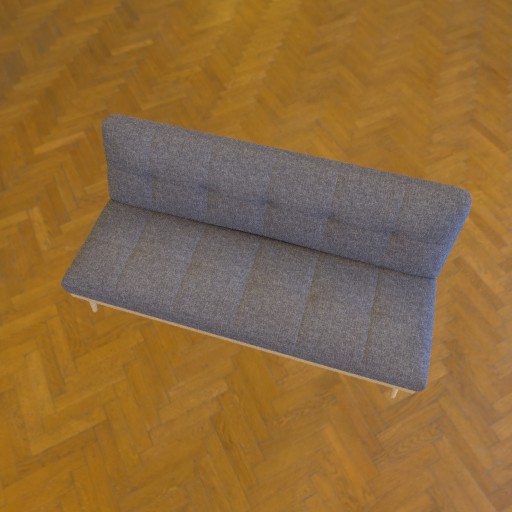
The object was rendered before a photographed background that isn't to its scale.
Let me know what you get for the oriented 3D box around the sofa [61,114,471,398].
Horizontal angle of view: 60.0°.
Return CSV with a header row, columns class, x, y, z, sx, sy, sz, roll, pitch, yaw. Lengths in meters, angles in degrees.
class,x,y,z,sx,sy,sz,roll,pitch,yaw
sofa,0.000,0.000,2.225,1.820,0.770,0.820,14,60,8
